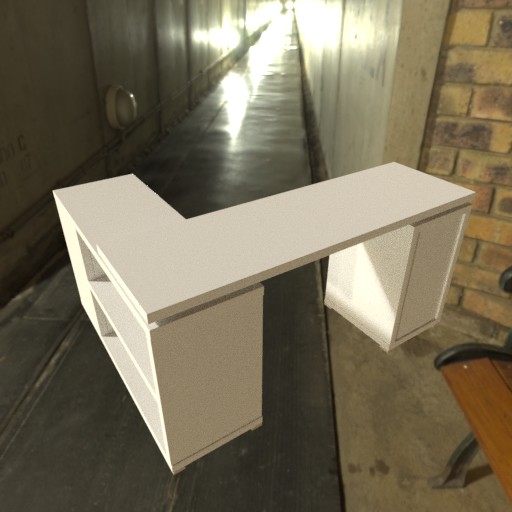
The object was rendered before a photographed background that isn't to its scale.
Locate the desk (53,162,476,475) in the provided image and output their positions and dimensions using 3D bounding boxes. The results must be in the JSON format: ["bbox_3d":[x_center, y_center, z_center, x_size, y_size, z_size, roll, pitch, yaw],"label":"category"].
[{"bbox_3d":[0.000,0.000,2.207,1.524,0.753,1.200,-19,36,-28],"label":"desk"}]
